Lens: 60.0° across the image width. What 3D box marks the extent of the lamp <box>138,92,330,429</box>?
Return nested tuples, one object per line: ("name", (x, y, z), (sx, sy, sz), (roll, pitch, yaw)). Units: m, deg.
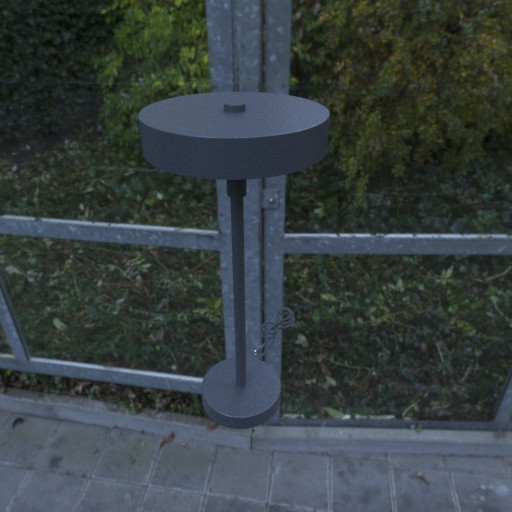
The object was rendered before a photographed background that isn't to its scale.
("lamp", (0.000, 0.000, 0.719), (0.229, 0.508, 0.369), (11, 33, 18))
